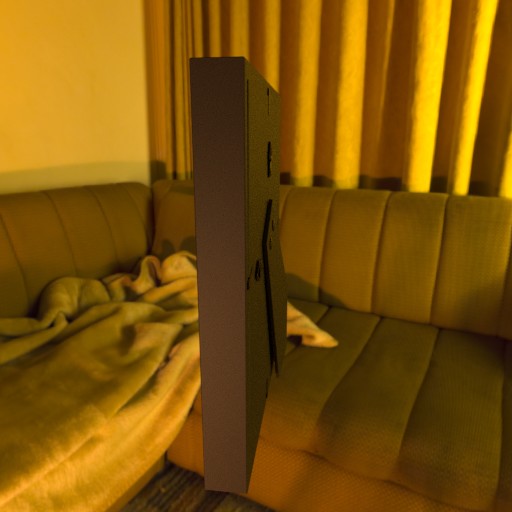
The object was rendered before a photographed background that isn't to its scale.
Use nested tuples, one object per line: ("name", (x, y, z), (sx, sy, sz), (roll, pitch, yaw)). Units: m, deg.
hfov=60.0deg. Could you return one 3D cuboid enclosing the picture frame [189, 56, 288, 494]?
("picture frame", (0.000, 0.000, 0.387), (0.042, 0.284, 0.232), (2, 15, 8))
